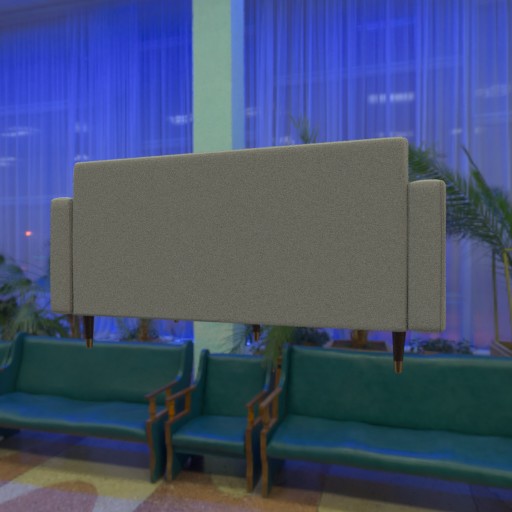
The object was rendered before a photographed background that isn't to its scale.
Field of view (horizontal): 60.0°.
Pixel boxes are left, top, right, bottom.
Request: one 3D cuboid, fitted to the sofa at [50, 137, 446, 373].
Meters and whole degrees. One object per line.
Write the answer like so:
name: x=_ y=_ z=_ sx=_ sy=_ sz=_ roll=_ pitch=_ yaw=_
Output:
sofa: x=0.000 y=0.000 z=2.099 sx=1.585 sy=0.801 sz=0.950 roll=0 pitch=0 yaw=18
